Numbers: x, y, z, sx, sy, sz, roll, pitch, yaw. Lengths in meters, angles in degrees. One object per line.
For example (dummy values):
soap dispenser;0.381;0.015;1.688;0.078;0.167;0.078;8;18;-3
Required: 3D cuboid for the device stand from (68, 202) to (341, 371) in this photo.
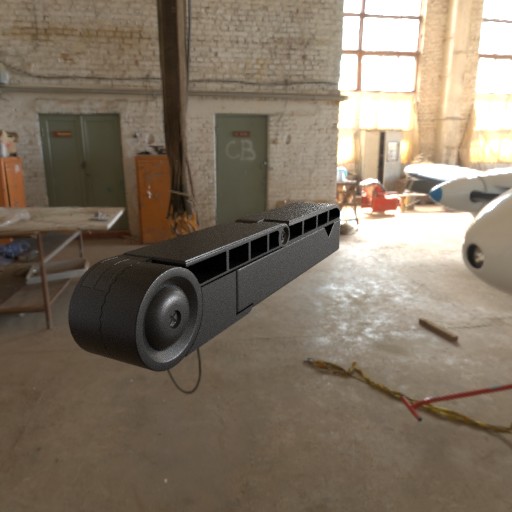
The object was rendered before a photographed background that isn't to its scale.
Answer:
device stand;0.000;0.000;0.194;0.026;0.030;0.179;7;16;26
